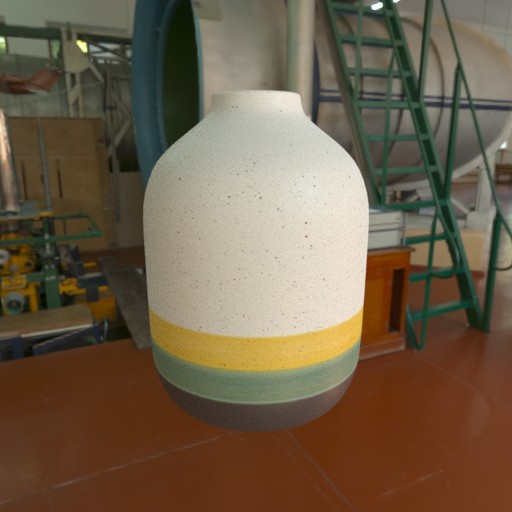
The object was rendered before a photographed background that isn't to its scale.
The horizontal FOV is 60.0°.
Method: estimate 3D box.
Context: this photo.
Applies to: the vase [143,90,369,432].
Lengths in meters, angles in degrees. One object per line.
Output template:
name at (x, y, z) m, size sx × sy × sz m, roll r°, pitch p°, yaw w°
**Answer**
vase at (0.000, 0.000, 0.350) m, size 0.169 × 0.240 × 0.169 m, roll 0°, pitch 15°, yaw 0°
